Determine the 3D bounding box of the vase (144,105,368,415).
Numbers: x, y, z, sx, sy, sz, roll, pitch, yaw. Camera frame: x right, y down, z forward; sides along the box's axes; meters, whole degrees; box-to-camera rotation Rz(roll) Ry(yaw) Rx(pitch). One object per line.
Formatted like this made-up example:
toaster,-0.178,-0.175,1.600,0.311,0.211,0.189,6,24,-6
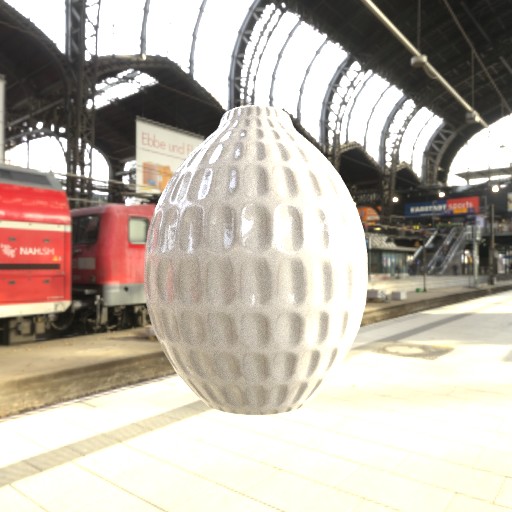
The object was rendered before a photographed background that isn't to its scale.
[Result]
vase,0.000,0.000,0.262,0.128,0.167,0.128,0,-1,0
